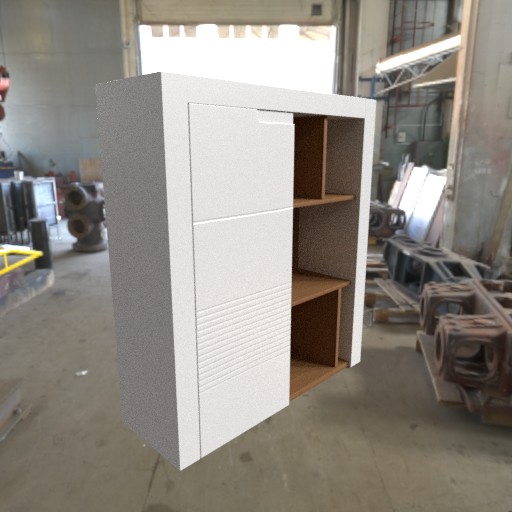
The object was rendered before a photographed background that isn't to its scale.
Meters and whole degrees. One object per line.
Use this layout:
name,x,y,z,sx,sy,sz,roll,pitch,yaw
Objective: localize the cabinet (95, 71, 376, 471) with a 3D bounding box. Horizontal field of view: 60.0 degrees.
cabinet,0.000,0.000,1.659,0.990,1.150,0.348,-13,19,-43
